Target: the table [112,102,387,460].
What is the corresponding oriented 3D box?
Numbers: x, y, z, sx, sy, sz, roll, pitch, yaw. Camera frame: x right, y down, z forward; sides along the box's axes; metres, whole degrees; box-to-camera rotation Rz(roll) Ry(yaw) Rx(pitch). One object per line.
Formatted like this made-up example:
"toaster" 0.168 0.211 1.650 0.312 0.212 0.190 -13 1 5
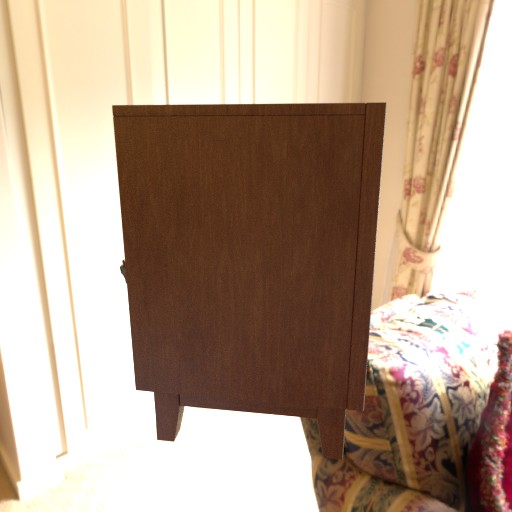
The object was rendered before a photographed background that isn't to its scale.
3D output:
"table" 0.000 0.000 0.988 0.449 0.609 0.557 2 16 8
